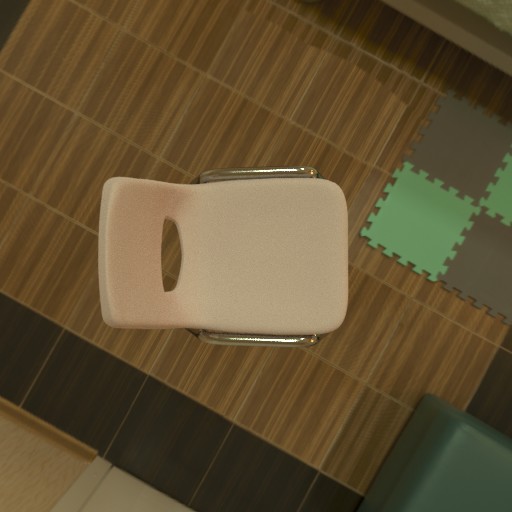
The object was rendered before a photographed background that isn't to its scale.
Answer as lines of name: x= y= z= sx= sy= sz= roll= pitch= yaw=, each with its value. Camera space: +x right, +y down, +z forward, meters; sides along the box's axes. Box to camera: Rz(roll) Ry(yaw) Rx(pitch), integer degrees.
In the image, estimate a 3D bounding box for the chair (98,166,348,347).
chair: x=0.000 y=0.000 z=0.851 sx=0.423 sy=0.586 sz=0.354 roll=0 pitch=89 yaw=0
